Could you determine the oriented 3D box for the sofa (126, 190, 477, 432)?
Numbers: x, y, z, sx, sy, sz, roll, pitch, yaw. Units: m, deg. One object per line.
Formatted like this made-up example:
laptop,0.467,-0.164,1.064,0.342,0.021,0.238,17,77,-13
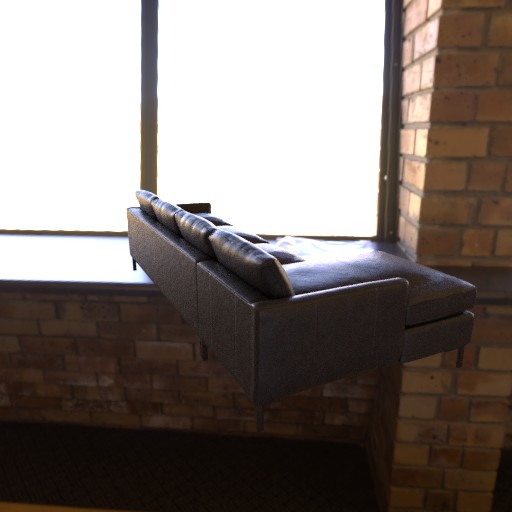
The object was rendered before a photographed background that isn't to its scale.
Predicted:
sofa,0.000,0.000,3.573,1.471,0.859,2.993,-8,18,-26
